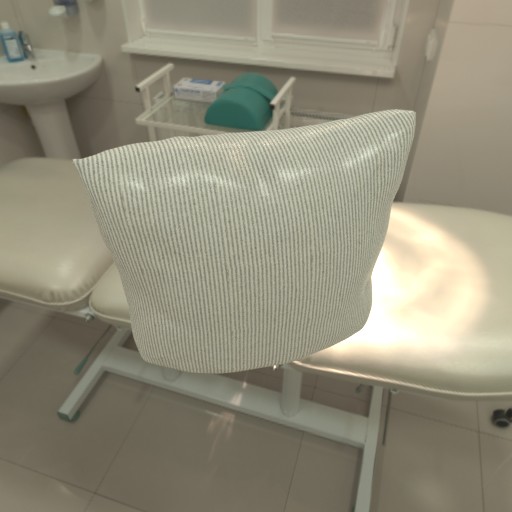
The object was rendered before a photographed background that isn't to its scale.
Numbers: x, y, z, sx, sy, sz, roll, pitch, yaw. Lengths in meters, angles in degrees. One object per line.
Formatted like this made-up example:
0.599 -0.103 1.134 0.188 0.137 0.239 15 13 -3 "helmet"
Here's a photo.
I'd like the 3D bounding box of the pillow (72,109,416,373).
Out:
0.000 0.000 0.696 0.387 0.432 0.310 12 42 13 "pillow"
